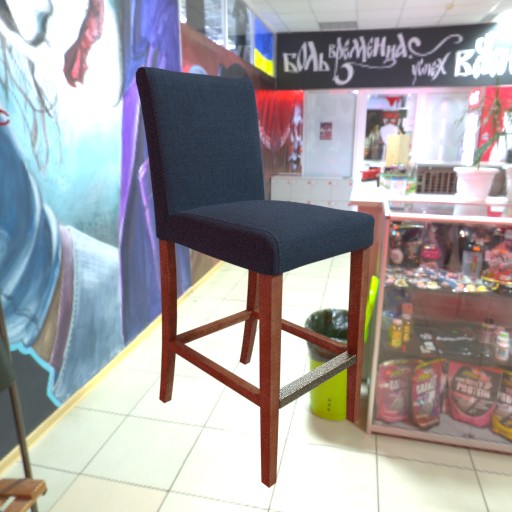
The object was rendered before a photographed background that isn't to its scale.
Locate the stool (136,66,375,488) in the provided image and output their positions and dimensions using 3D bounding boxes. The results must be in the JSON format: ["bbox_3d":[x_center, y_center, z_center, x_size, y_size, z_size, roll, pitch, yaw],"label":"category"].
[{"bbox_3d":[0.000,0.000,1.359,0.454,1.088,0.574,-15,21,-42],"label":"stool"}]
